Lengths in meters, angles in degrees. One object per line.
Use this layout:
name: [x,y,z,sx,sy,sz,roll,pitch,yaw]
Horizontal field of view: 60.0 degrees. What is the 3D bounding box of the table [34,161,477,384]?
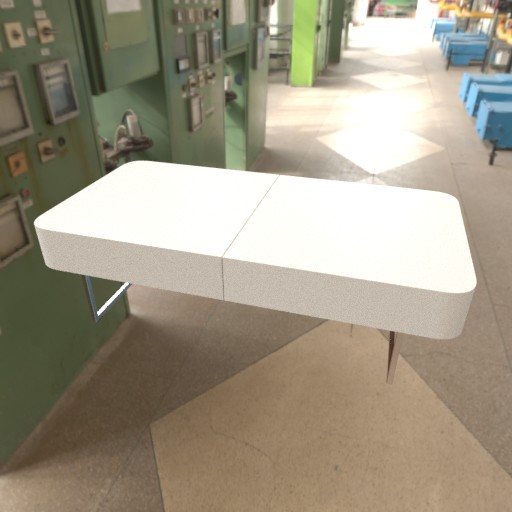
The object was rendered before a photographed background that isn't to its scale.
table: [0.000,0.000,1.446,1.200,0.340,0.600,9,32,14]
